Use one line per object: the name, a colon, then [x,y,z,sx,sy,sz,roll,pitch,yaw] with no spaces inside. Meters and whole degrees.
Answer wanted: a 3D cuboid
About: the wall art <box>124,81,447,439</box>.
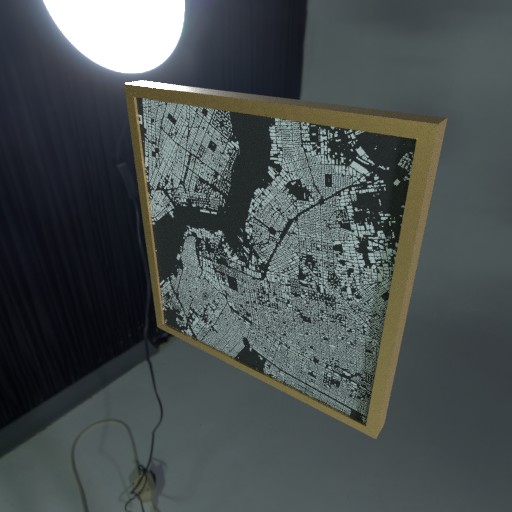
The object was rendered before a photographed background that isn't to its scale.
wall art: [0.000,0.000,1.881,1.284,1.284,0.095,19,34,30]
